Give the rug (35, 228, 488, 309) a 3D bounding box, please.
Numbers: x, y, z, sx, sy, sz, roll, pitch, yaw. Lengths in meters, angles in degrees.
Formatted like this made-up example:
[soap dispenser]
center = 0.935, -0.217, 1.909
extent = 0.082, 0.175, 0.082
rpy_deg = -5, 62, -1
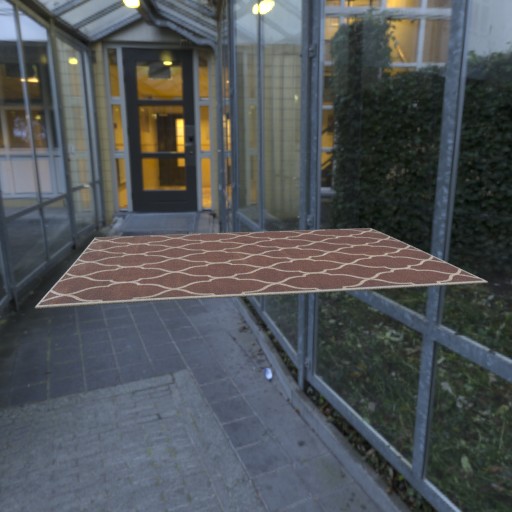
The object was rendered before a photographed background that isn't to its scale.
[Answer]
[rug]
center = 0.000, 0.000, 2.920
extent = 2.294, 0.014, 1.528
rpy_deg = -2, 15, -9
